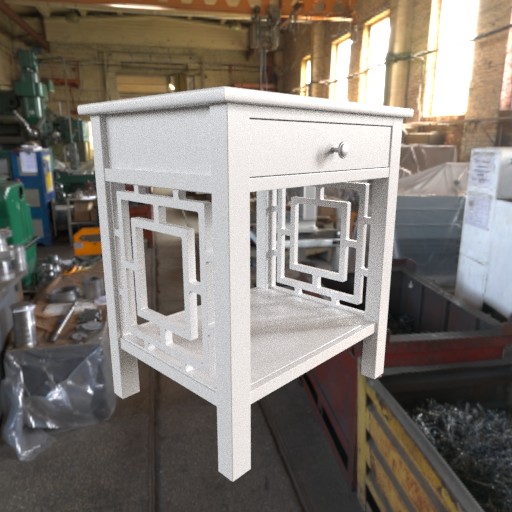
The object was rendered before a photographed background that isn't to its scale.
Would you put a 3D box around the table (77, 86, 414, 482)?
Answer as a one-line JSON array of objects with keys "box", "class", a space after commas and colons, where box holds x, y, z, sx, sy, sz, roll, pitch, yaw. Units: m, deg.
[{"box": [0.000, 0.000, 1.010, 0.451, 0.646, 0.564, 13, 19, 42], "class": "table"}]
